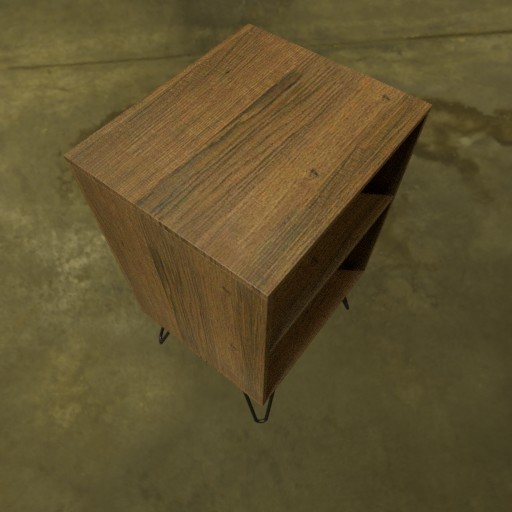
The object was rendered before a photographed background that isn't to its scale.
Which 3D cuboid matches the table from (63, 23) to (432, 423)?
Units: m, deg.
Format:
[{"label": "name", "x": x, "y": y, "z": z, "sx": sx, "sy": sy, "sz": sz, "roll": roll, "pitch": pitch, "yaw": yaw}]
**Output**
[{"label": "table", "x": 0.000, "y": 0.000, "z": 1.174, "sx": 0.457, "sy": 0.866, "sz": 0.526, "roll": 33, "pitch": 63, "yaw": 19}]
